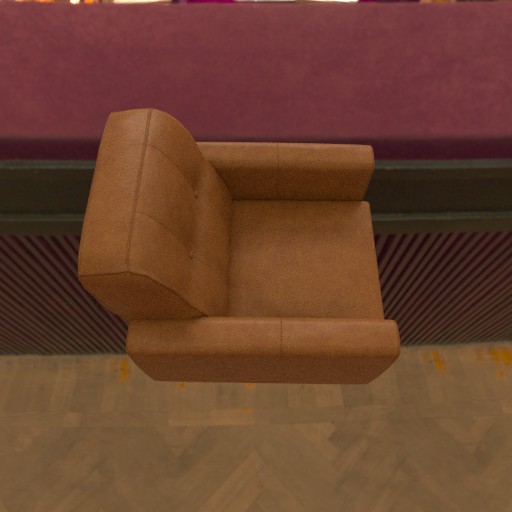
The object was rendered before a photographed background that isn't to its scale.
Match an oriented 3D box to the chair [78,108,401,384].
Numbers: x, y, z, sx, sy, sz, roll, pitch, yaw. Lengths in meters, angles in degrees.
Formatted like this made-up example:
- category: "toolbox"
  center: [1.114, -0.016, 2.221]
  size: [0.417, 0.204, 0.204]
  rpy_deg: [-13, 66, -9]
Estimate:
- category: "chair"
  center: [0.000, 0.000, 1.664]
  size: [0.942, 0.968, 0.845]
  rpy_deg: [0, 63, 0]
